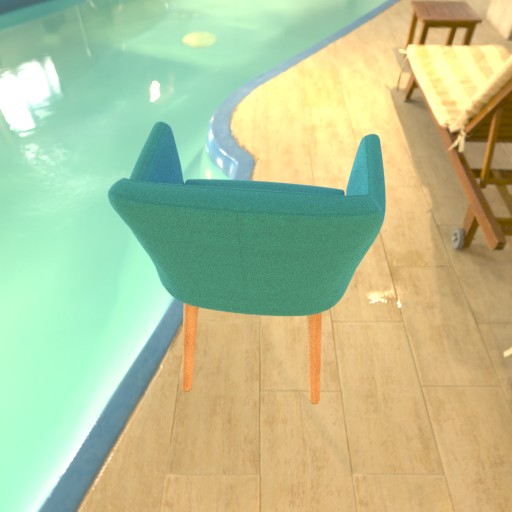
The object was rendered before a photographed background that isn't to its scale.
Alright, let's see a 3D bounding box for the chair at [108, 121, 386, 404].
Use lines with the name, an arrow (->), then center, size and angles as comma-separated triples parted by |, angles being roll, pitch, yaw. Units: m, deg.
chair -> 0.000, 0.000, 1.142 | 0.570, 0.780, 0.540 | 5, 47, 4
